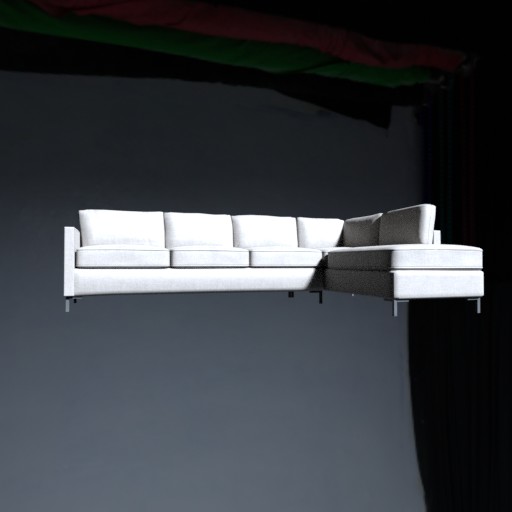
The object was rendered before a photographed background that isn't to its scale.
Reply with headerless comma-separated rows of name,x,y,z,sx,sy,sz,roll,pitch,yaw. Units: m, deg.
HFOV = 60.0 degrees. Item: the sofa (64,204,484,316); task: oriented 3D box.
sofa,0.000,0.000,4.138,3.331,0.964,2.077,0,-1,-18
